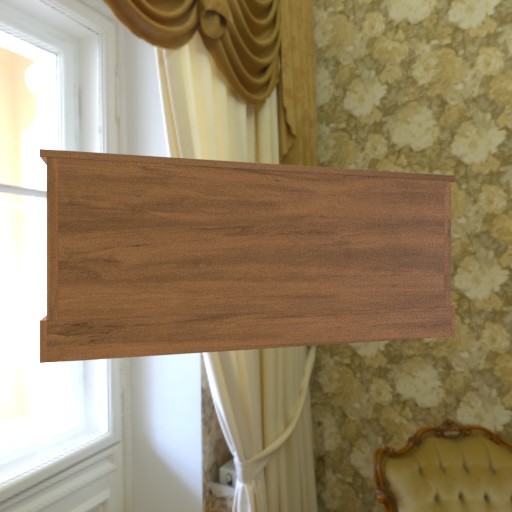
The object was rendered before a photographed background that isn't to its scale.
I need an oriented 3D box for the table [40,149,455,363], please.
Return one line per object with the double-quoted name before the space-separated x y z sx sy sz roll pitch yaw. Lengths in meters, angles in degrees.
"table" 0.000 0.000 1.422 1.200 0.510 0.400 0 0 -17
